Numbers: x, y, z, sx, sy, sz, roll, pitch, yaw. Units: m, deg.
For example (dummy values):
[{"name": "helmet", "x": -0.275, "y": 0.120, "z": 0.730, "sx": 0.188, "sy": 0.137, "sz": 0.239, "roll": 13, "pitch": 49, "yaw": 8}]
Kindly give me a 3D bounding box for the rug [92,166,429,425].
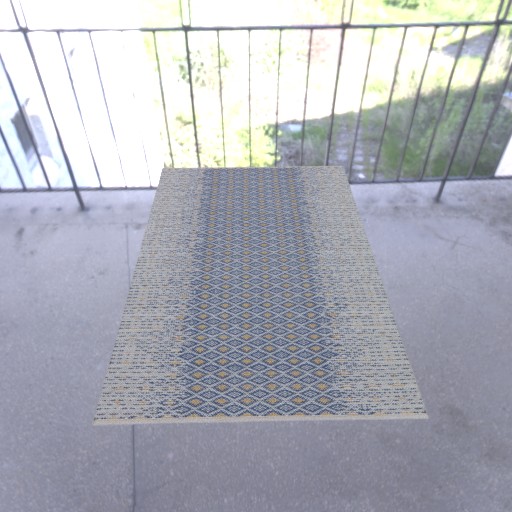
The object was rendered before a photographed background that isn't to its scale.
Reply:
[{"name": "rug", "x": 0.000, "y": 0.000, "z": 2.292, "sx": 1.219, "sy": 0.005, "sz": 1.828, "roll": -1, "pitch": 41, "yaw": -1}]
